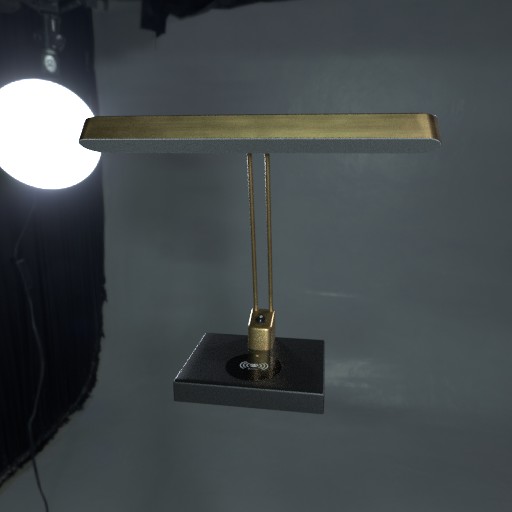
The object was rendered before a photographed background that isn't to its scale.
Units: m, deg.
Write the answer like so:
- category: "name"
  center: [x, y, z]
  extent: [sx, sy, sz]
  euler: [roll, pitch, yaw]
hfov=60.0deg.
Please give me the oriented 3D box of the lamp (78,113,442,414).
- category: "lamp"
  center: [0.000, 0.000, 0.577]
  extent: [0.412, 0.345, 0.156]
  euler: [2, 14, 9]
